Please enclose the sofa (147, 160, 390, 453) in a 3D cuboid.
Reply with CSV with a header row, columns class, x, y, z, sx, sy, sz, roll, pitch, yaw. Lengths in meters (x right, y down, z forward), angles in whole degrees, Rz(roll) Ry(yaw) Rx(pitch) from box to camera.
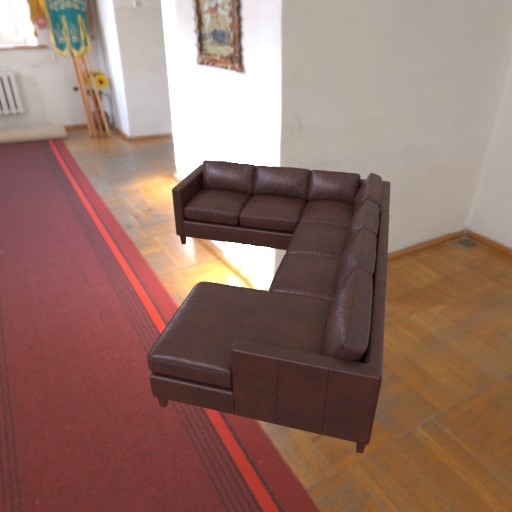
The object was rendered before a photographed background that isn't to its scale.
class,x,y,z,sx,sy,sz,roll,pitch,yaw
sofa,0.000,0.000,4.388,2.452,0.891,3.324,8,31,13
